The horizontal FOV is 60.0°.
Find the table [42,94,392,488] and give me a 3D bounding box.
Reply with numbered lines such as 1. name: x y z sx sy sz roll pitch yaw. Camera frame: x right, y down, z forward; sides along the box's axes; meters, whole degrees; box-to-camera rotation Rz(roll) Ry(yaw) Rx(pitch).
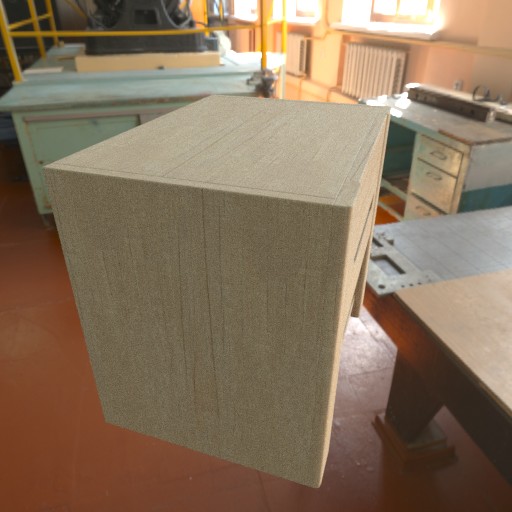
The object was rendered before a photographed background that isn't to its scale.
1. table: 0.000 0.000 0.902 0.420 0.510 0.570 10 31 16
